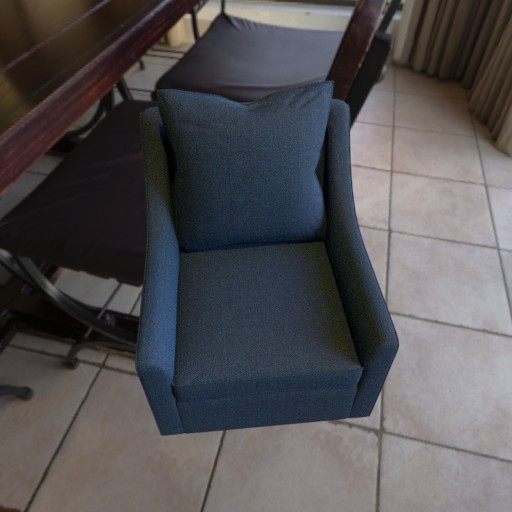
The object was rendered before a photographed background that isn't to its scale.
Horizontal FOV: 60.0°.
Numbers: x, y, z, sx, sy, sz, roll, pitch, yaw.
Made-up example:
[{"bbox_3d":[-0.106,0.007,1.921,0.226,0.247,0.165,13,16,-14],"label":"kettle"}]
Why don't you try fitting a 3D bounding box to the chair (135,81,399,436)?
[{"bbox_3d":[0.000,0.000,1.561,0.750,0.939,0.870,-4,47,-4],"label":"chair"}]
